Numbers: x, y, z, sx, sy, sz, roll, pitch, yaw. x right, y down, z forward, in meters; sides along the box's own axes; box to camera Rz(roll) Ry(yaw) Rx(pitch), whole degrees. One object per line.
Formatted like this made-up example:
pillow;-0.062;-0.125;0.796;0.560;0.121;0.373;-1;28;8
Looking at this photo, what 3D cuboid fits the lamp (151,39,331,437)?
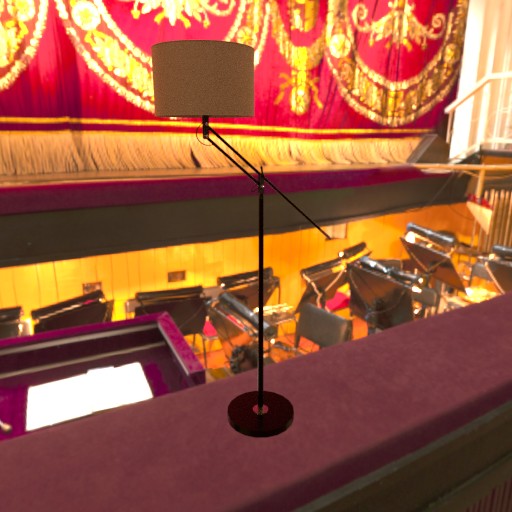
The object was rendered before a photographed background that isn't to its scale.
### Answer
lamp;0.000;0.000;1.935;0.809;1.635;0.373;-8;18;-27
